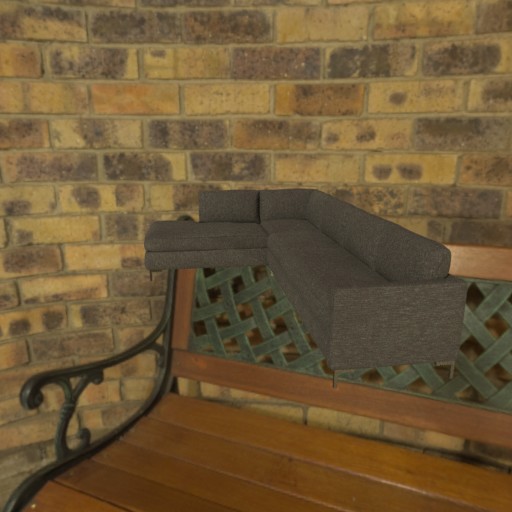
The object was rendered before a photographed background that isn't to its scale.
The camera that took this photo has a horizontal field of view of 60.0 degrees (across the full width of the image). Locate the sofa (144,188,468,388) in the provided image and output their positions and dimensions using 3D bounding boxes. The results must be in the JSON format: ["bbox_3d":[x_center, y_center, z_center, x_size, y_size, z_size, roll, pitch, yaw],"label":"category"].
[{"bbox_3d":[0.000,0.000,3.785,2.007,0.815,2.949,-2,16,-8],"label":"sofa"}]
